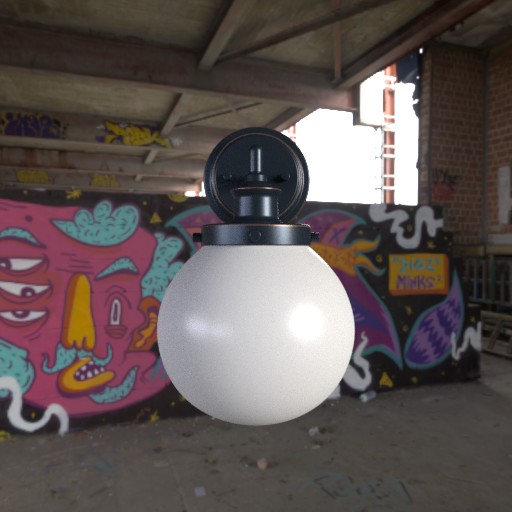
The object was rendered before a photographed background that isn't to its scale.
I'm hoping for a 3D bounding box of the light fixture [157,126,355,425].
[{"bbox_3d":[0.000,0.000,0.469,0.197,0.332,0.230,0,1,1],"label":"light fixture"}]
